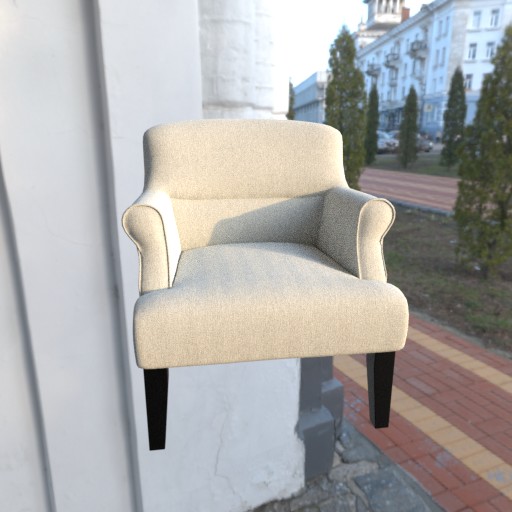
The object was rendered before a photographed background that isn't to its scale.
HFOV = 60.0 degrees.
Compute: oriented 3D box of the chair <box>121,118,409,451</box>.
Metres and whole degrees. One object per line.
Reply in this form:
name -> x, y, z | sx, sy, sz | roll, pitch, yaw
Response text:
chair -> 0.000, 0.000, 1.447 | 0.781, 0.875, 0.750 | -2, 16, -8
